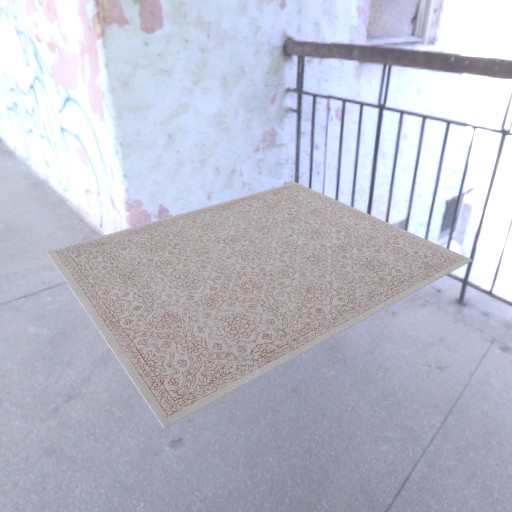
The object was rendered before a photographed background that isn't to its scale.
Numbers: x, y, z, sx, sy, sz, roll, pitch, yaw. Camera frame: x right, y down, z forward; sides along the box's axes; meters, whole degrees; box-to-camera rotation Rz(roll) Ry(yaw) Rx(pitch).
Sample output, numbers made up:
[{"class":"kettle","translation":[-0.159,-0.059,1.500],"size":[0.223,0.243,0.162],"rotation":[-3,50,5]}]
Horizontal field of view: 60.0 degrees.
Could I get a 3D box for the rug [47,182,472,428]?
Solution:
[{"class":"rug","translation":[0.000,0.000,4.057],"size":[3.050,0.015,2.441],"rotation":[-20,36,-31]}]
